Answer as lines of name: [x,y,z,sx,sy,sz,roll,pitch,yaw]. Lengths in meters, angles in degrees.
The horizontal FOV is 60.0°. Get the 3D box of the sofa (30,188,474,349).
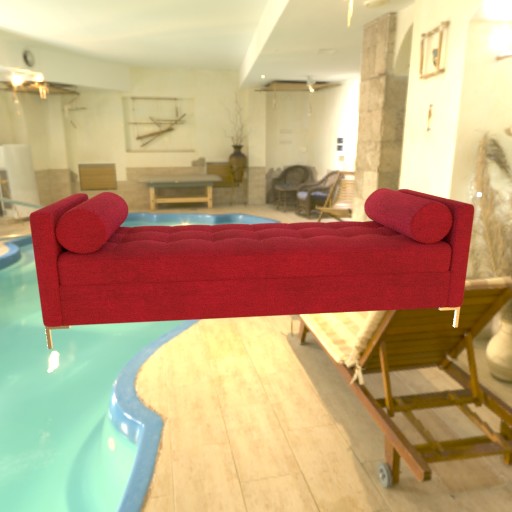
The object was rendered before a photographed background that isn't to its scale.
sofa: [0.000,0.000,2.346,1.981,0.635,0.686,-2,15,-7]
